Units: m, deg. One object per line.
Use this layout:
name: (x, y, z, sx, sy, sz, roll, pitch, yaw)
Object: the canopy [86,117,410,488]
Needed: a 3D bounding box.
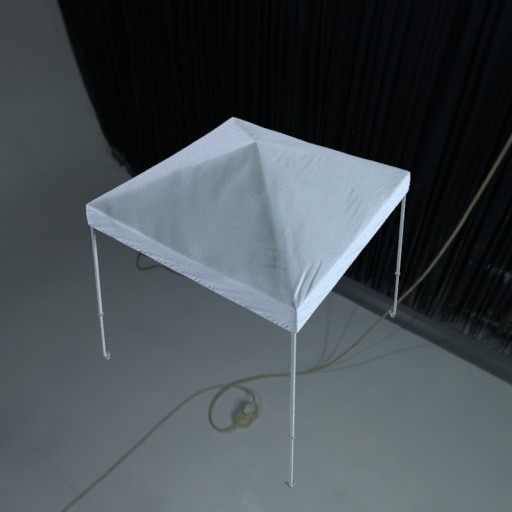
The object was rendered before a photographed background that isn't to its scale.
canopy: (0.000, 0.000, 6.392, 3.599, 3.600, 3.600, 25, 48, 25)
